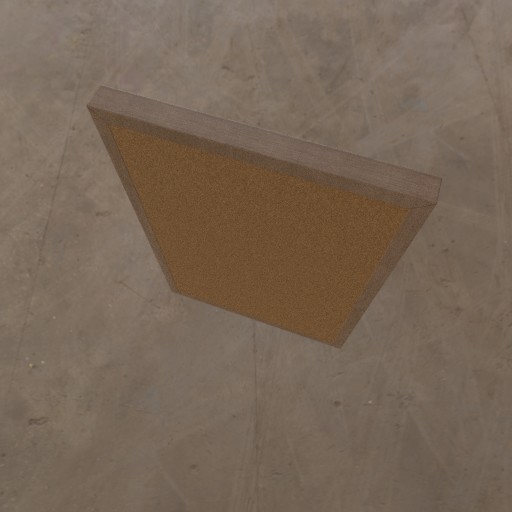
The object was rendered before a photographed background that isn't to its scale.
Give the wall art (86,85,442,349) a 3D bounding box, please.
[{"bbox_3d":[0.000,0.000,0.658,0.356,0.509,0.031,18,65,9],"label":"wall art"}]
